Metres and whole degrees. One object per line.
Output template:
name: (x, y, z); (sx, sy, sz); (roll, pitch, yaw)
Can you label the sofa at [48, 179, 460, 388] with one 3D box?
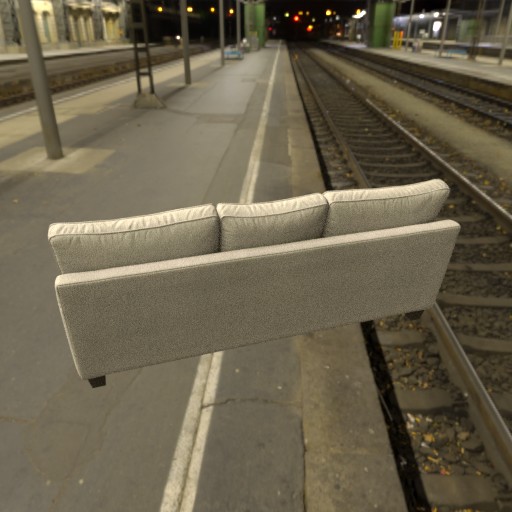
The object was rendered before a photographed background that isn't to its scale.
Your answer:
sofa: (0.000, 0.000, 2.906); (2.323, 0.991, 1.016); (-8, 28, -16)
